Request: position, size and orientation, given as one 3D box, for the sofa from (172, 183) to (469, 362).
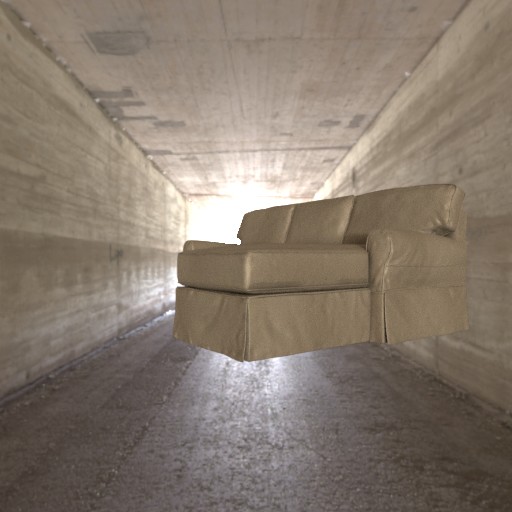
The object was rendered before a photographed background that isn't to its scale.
[{"bbox_3d":[0.000,0.000,3.368,1.733,0.978,2.475,0,0,-36],"label":"sofa"}]
